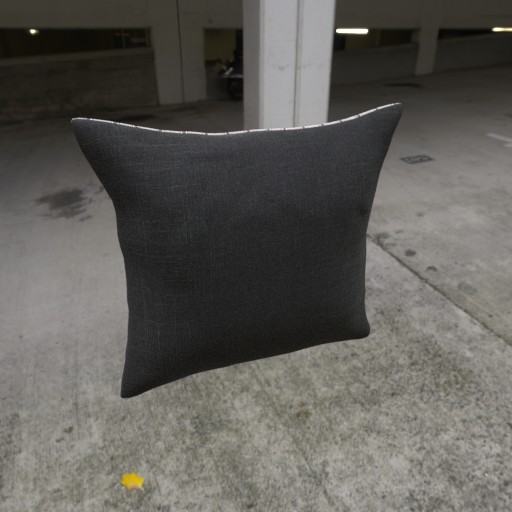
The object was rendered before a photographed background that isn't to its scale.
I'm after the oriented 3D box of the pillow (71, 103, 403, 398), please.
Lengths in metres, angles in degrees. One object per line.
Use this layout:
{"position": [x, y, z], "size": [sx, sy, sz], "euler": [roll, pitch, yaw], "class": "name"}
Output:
{"position": [0.000, 0.000, 0.690], "size": [0.468, 0.444, 0.138], "euler": [-9, 29, -17], "class": "pillow"}
